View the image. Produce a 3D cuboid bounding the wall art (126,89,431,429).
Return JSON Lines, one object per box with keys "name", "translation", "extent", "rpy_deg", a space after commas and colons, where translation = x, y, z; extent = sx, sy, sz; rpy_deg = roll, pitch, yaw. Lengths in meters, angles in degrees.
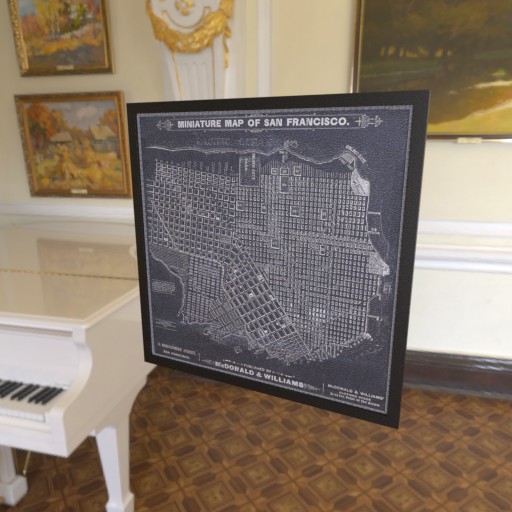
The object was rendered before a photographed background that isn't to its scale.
{"name": "wall art", "translation": [0.000, 0.000, 1.196], "extent": [0.807, 0.807, 0.022], "rpy_deg": [7, 16, 25]}
